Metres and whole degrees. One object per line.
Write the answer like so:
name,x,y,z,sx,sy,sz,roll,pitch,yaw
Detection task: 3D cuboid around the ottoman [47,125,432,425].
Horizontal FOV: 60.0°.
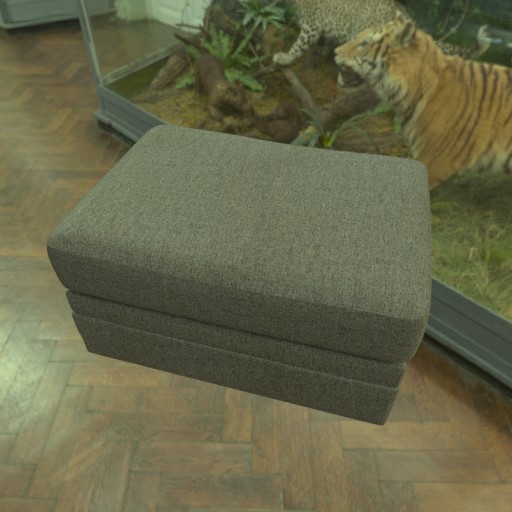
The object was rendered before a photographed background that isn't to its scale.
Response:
ottoman,0.000,0.000,1.266,0.885,0.478,0.637,11,44,11
